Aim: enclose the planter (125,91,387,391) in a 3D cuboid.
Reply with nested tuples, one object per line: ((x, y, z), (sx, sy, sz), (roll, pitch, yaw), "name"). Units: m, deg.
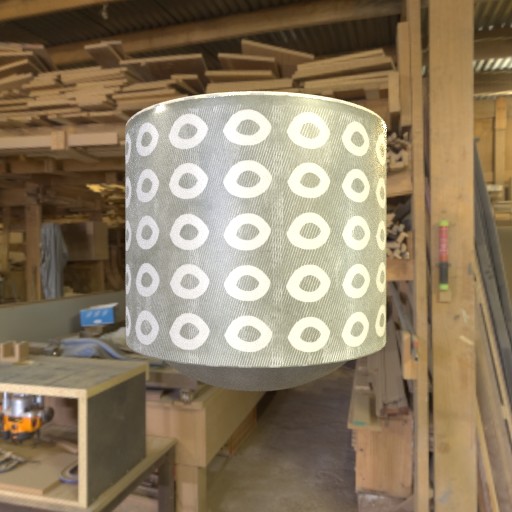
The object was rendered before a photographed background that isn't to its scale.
((0.000, 0.000, 0.443), (0.250, 0.239, 0.250), (0, 0, 0), "planter")
